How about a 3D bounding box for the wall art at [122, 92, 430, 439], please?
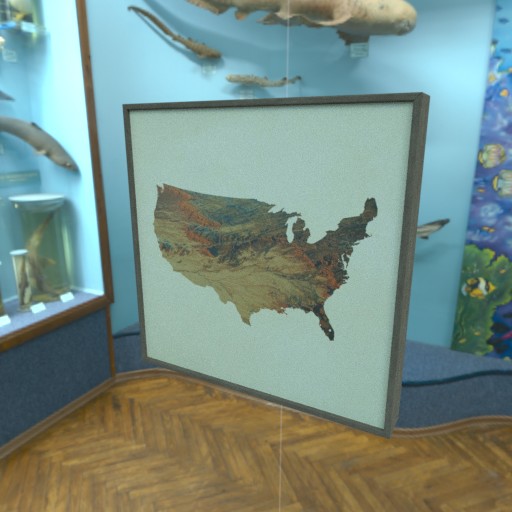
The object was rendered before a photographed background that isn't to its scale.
[{"bbox_3d":[0.000,0.000,0.455,0.303,0.302,0.038,8,18,28],"label":"wall art"}]
